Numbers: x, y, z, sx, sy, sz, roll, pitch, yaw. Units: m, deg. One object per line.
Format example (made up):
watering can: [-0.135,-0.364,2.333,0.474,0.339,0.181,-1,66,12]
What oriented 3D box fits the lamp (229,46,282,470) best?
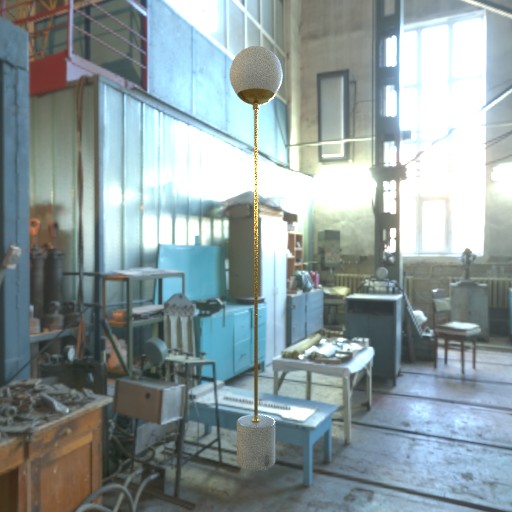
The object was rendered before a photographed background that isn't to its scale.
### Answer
lamp: [0.000,0.000,1.882,0.224,1.753,0.224,0,1,-19]
